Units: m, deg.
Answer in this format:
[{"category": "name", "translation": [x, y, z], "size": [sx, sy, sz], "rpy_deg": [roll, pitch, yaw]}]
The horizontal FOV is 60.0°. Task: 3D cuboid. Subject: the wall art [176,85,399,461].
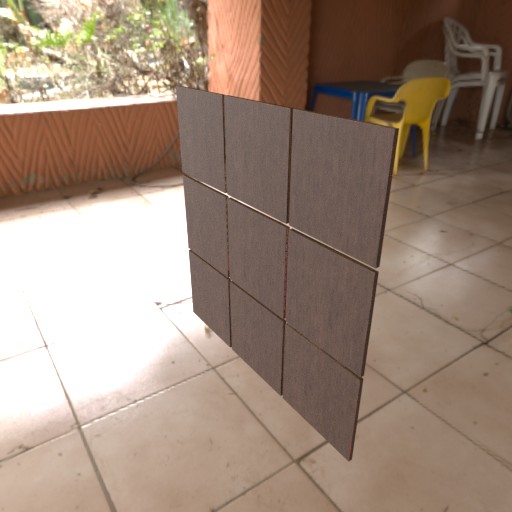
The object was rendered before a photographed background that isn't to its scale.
[{"category": "wall art", "translation": [0.000, 0.000, 1.373], "size": [0.013, 0.914, 0.915], "rpy_deg": [-18, 32, -31]}]
